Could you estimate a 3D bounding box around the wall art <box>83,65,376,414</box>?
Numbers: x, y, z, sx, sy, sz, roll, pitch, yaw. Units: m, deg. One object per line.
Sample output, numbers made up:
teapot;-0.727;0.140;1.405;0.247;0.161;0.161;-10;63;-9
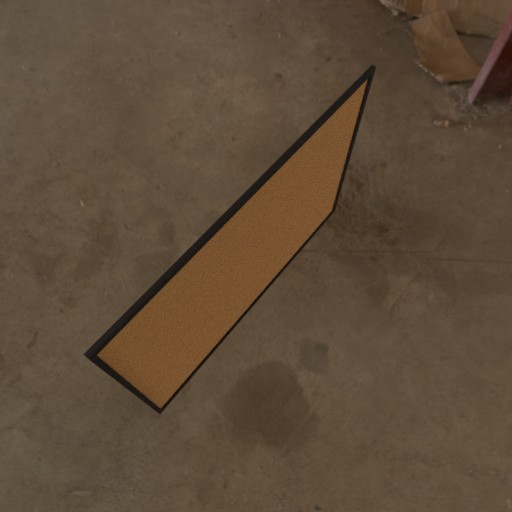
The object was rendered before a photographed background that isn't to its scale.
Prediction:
wall art;0.000;0.000;1.253;0.013;0.665;0.963;35;68;17
